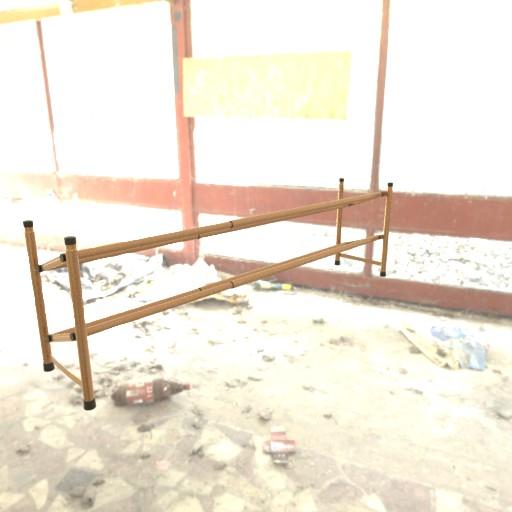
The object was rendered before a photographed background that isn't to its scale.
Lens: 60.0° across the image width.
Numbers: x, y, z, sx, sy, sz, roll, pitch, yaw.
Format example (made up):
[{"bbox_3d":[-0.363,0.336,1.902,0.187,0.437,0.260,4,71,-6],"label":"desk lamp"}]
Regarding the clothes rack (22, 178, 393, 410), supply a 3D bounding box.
[{"bbox_3d":[0.000,0.000,1.292,0.229,0.349,1.168,15,22,42],"label":"clothes rack"}]
